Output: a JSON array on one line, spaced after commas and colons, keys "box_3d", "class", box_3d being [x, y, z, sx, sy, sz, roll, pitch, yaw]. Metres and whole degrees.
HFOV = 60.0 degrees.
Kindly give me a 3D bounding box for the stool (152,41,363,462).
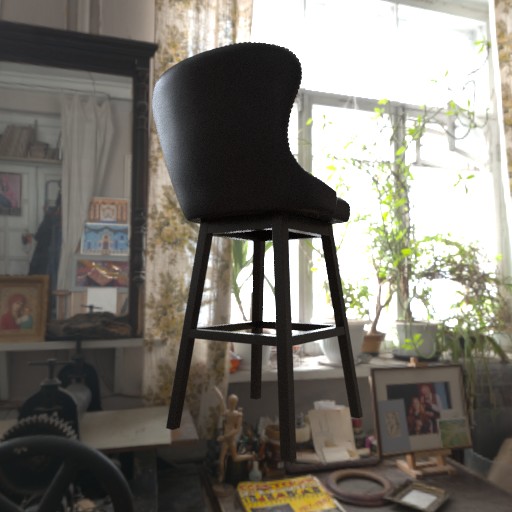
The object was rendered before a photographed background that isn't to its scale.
[{"box_3d": [0.000, 0.000, 1.384, 0.528, 1.050, 0.601, -3, -4, 35], "class": "stool"}]
